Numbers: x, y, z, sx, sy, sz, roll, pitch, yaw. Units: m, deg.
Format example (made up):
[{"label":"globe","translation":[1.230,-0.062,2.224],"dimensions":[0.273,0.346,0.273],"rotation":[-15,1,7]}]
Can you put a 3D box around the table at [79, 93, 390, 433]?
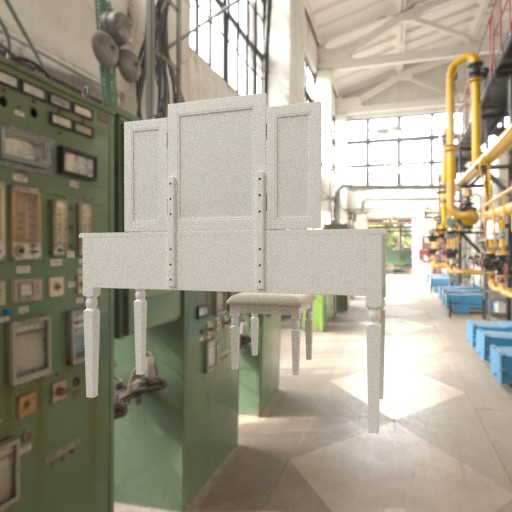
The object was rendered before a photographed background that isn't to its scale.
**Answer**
[{"label":"table","translation":[0.000,0.000,2.354],"dimensions":[1.369,1.310,1.115],"rotation":[0,1,18]}]
